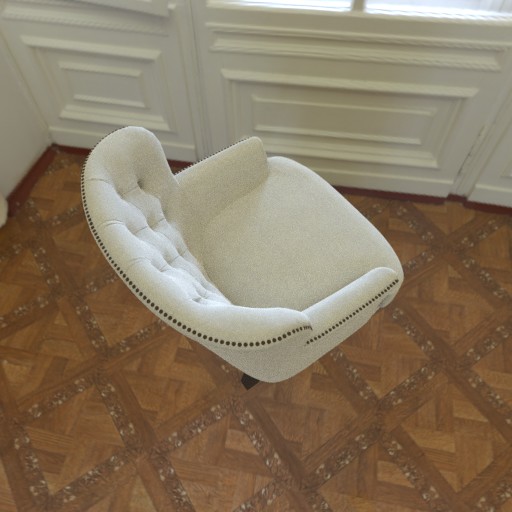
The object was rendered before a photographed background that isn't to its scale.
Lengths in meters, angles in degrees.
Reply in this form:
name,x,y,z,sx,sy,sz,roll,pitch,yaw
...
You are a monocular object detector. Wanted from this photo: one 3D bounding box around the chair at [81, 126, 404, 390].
name,x,y,z,sx,sy,sz,roll,pitch,yaw
chair,0.000,0.000,1.568,0.906,0.868,0.848,-31,63,-18
